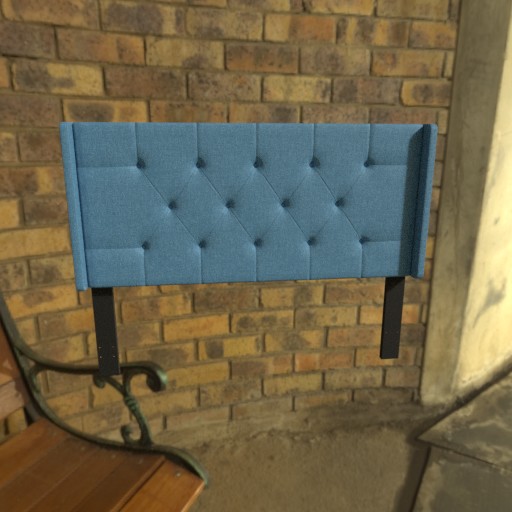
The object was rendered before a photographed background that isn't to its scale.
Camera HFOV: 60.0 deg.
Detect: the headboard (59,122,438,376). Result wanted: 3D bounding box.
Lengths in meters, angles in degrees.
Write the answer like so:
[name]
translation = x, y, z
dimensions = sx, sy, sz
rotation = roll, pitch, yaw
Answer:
[headboard]
translation = 0.000, 0.000, 2.651
dimensions = 2.051, 1.524, 0.184
rotation = -2, 14, -7
